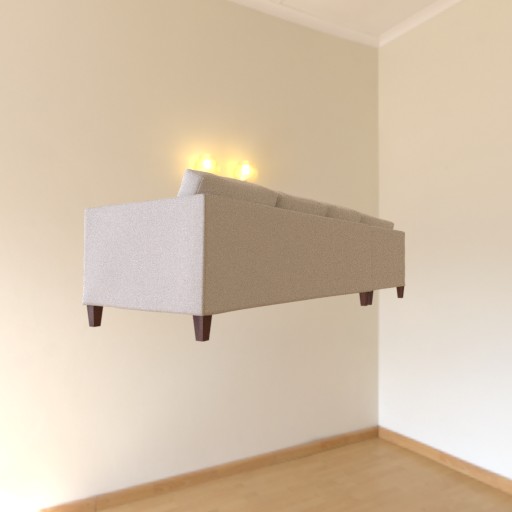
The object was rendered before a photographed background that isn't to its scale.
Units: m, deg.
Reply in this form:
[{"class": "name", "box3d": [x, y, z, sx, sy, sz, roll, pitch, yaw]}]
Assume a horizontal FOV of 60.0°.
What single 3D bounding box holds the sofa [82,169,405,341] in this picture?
[{"class": "sofa", "box3d": [0.000, 0.000, 3.779, 1.625, 0.846, 3.186, -1, -1, 35]}]
